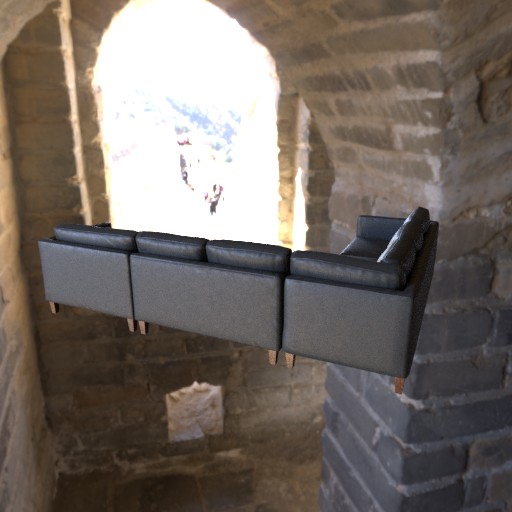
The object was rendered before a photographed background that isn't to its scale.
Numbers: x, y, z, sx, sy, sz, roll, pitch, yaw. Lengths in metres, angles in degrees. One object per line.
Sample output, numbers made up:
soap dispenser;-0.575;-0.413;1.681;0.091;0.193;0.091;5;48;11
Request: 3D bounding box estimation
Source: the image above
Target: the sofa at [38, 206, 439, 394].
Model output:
sofa;0.000;0.000;4.708;3.460;0.923;2.593;7;18;24
